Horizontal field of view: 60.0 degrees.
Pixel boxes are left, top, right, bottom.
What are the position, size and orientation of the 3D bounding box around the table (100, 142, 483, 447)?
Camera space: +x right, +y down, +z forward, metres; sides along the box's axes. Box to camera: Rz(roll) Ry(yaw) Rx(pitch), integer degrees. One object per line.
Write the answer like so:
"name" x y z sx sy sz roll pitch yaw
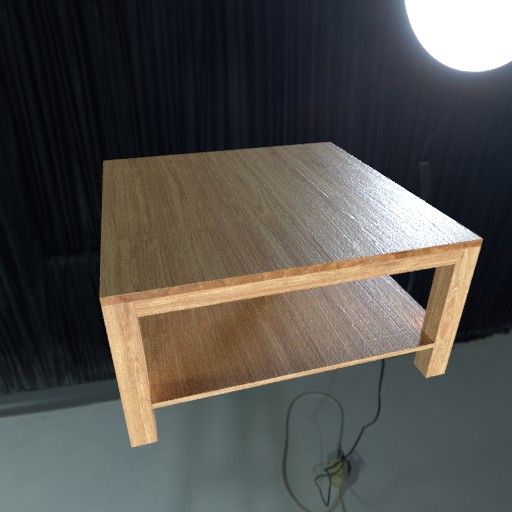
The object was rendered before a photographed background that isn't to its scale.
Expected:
"table" 0.000 0.000 1.465 0.900 0.450 0.900 -8 31 -14
